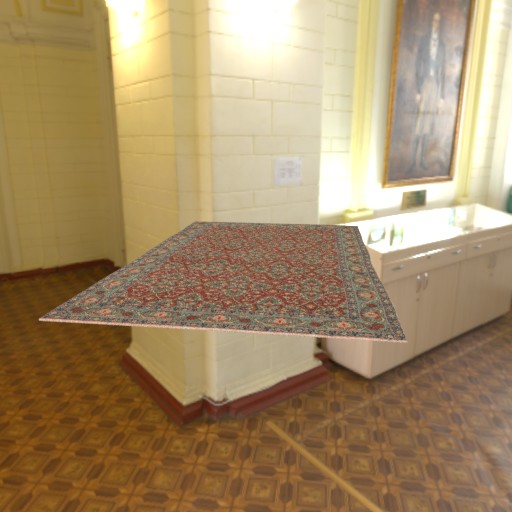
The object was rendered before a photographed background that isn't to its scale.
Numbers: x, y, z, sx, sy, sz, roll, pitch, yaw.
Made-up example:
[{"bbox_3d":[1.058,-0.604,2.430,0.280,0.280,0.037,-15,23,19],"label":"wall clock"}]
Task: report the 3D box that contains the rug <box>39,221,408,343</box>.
[{"bbox_3d":[0.000,0.000,2.958,1.533,0.011,2.439,2,15,8],"label":"rug"}]
